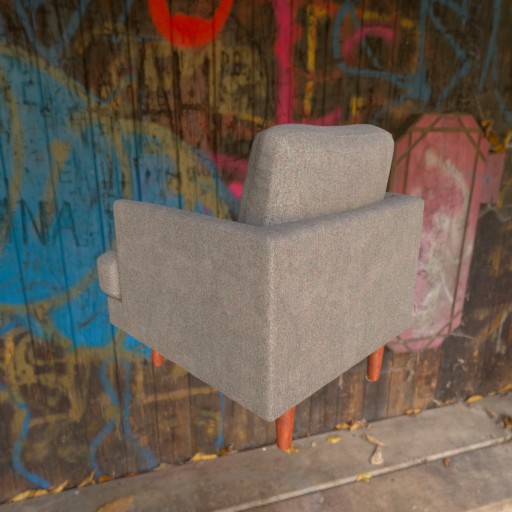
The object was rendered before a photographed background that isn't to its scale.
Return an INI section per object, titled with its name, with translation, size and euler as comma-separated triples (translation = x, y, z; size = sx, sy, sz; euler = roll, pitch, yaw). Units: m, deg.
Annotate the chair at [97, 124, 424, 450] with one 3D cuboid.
[chair]
translation = 0.000, 0.000, 1.664
size = 0.899, 0.957, 0.858
euler = 16, 23, 42
